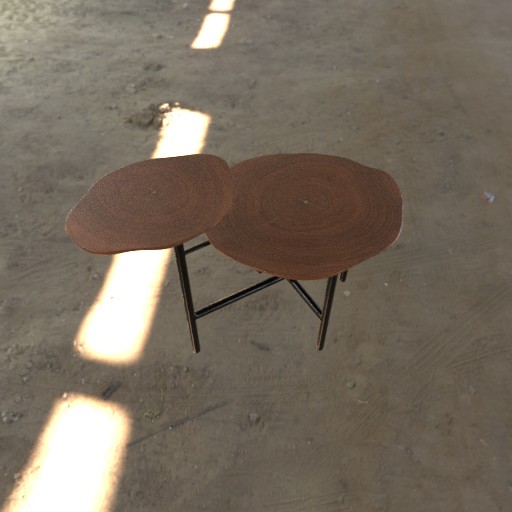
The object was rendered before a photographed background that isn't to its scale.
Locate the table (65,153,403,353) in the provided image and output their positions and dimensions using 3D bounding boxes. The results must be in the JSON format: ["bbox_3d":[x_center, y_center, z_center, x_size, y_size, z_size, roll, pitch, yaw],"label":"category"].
[{"bbox_3d":[0.000,0.000,1.085,0.759,0.538,0.442,-22,50,-20],"label":"table"}]
